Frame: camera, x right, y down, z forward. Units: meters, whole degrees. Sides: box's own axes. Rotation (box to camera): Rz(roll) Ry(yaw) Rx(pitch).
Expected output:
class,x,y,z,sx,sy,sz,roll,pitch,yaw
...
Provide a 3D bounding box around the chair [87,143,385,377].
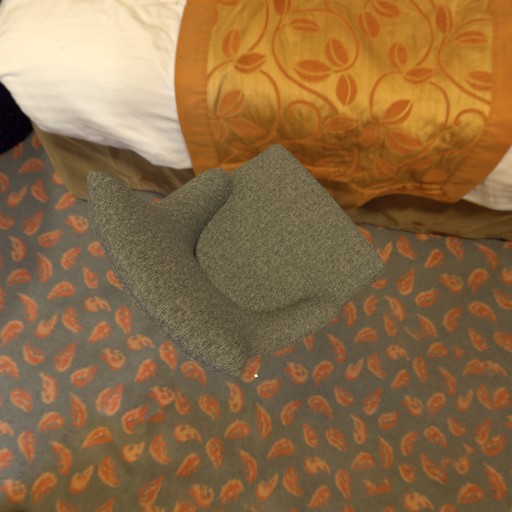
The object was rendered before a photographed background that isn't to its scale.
class,x,y,z,sx,sy,sz,roll,pitch,yaw
chair,0.000,0.000,1.319,0.629,0.909,0.566,-37,78,-9
